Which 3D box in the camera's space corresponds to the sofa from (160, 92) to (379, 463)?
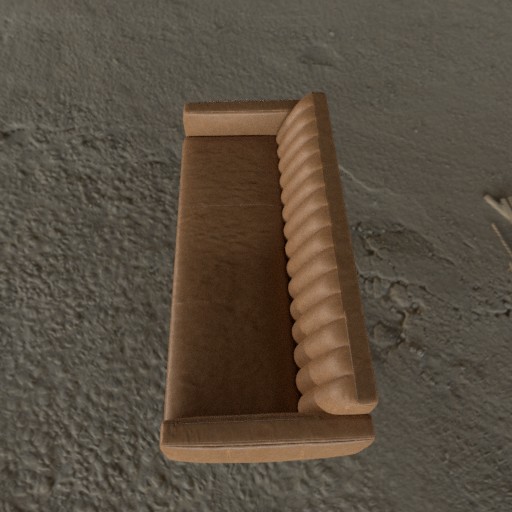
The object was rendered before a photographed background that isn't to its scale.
[{"bbox_3d":[0.000,0.000,2.713,0.990,0.821,2.291,-2,59,-1],"label":"sofa"}]
